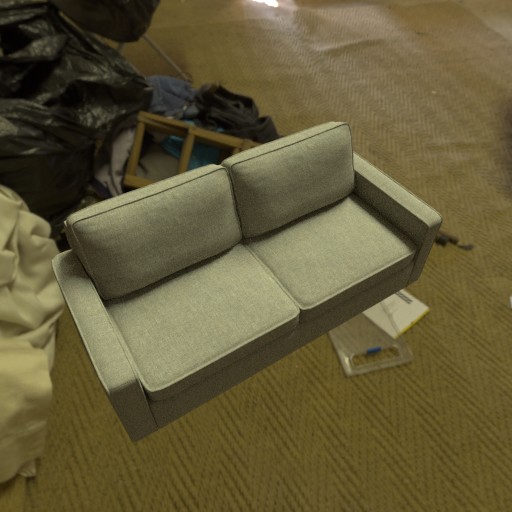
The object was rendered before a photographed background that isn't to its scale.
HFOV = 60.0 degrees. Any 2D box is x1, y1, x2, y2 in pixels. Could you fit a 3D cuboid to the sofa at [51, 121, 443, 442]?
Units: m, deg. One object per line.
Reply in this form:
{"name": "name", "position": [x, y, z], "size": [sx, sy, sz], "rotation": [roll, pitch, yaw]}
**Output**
{"name": "sofa", "position": [0.000, 0.000, 2.591], "size": [2.078, 0.918, 0.945], "rotation": [-25, 51, -22]}
